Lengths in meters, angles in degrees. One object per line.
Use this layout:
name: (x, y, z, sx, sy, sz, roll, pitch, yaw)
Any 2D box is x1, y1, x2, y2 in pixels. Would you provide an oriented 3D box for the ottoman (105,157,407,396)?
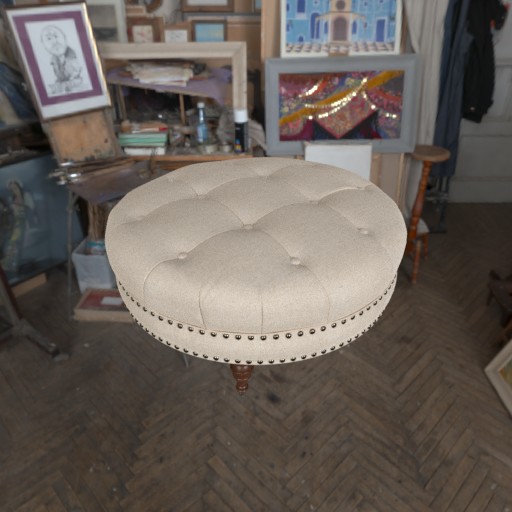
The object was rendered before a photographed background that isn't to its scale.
ottoman: (0.000, 0.000, 1.505, 0.940, 0.483, 0.940, 0, 32, 0)
